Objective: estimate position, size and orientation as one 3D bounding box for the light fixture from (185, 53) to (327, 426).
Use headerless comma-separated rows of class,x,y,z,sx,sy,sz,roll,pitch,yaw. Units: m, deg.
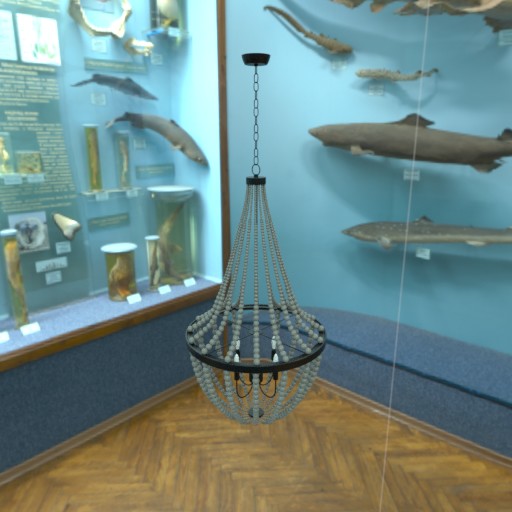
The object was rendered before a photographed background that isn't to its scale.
light fixture,0.000,0.000,1.359,0.450,1.133,0.450,0,16,0
